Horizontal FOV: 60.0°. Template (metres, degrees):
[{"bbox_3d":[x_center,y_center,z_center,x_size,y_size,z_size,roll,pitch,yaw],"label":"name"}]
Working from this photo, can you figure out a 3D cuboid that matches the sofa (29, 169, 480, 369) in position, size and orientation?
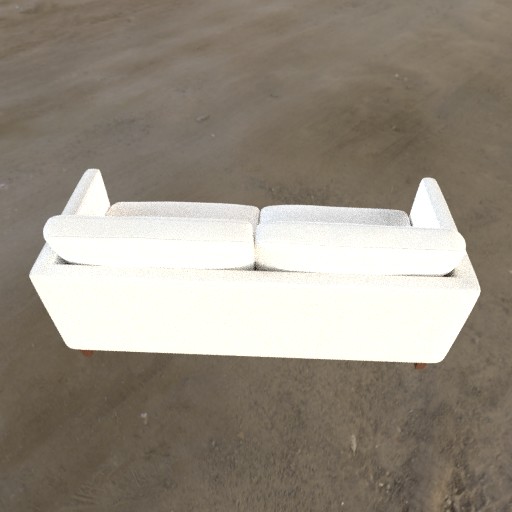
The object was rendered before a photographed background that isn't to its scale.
[{"bbox_3d":[0.000,0.000,2.554,2.139,0.933,0.924,2,45,2],"label":"sofa"}]
